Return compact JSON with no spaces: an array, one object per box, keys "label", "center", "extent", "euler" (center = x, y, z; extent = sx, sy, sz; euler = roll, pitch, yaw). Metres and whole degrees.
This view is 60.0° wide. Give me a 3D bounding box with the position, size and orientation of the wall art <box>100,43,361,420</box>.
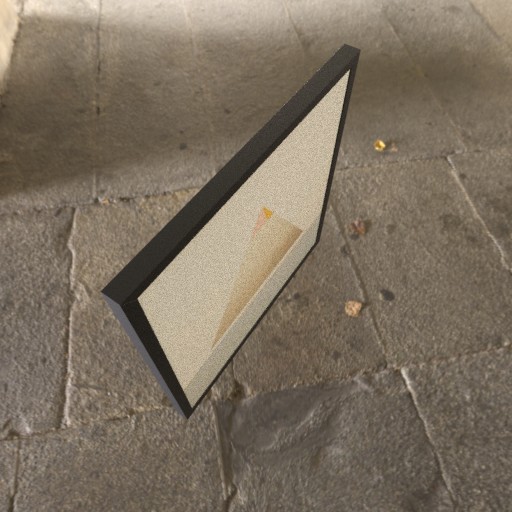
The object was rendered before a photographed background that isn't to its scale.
[{"label":"wall art","center":[0.000,0.000,1.154],"extent":[0.042,0.766,0.769],"euler":[30,63,18]}]
